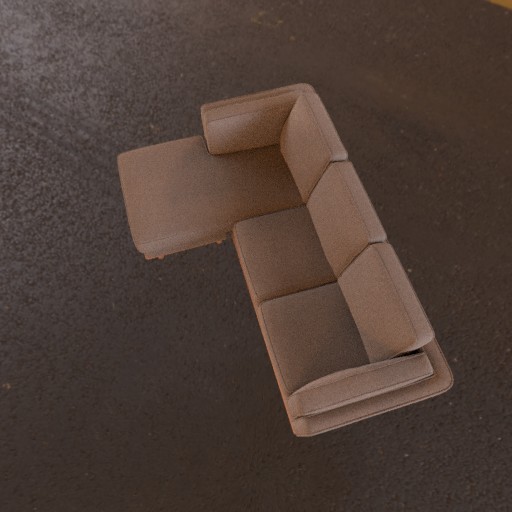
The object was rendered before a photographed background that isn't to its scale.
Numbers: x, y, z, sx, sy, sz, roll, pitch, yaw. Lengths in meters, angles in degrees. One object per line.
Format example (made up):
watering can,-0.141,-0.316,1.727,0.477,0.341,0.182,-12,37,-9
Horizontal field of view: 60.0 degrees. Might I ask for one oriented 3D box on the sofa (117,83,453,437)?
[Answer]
sofa,0.000,0.000,3.056,1.604,0.929,2.411,-15,65,-7
